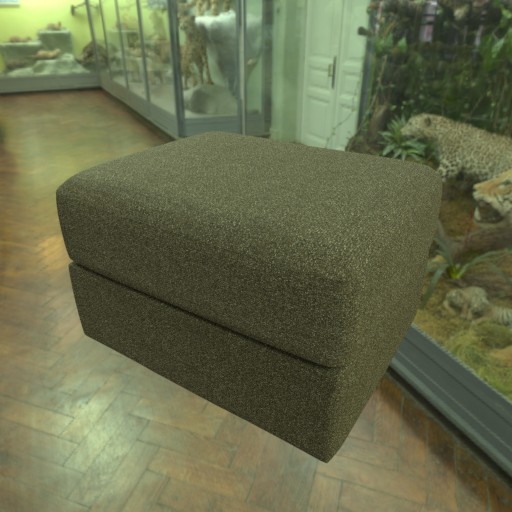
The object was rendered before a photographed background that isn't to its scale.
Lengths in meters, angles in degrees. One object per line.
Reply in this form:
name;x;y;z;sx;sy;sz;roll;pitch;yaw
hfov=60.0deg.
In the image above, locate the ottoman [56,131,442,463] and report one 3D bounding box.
ottoman;0.000;0.000;1.102;0.742;0.476;0.598;17;33;29
